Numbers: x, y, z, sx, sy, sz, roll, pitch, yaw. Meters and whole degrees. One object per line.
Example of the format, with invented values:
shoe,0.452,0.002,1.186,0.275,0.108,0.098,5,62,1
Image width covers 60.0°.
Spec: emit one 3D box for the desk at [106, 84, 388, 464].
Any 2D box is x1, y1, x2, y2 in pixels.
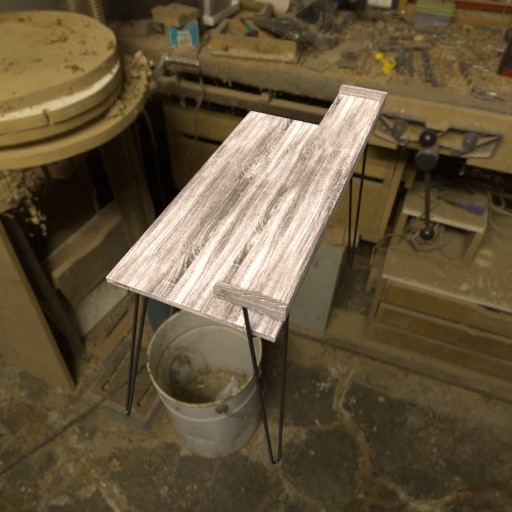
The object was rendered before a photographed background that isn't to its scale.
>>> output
desk,0.000,0.000,1.627,0.605,0.899,1.135,17,49,16
